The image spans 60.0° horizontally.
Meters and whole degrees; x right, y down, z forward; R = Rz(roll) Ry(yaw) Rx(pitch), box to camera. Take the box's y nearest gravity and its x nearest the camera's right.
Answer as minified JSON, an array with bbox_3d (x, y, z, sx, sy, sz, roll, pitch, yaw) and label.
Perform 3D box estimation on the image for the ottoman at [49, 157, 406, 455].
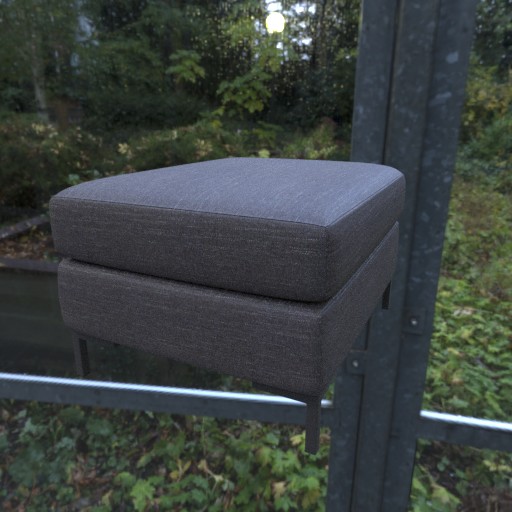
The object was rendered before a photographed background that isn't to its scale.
[{"bbox_3d":[0.000,0.000,1.224,0.671,0.490,0.820,8,19,25],"label":"ottoman"}]
